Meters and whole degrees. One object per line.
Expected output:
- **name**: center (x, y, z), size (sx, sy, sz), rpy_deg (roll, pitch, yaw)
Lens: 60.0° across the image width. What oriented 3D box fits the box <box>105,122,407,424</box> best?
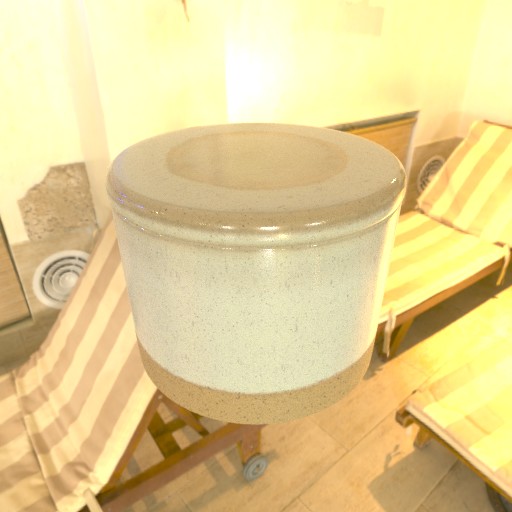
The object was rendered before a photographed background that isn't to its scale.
- **box**: center (0.000, 0.000, 0.263), size (0.154, 0.123, 0.154), rpy_deg (0, 30, 0)
